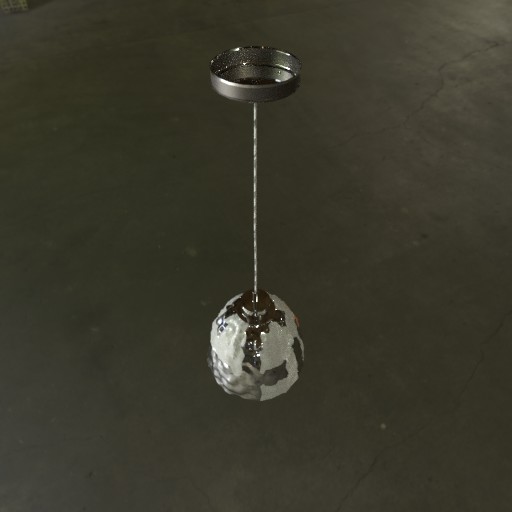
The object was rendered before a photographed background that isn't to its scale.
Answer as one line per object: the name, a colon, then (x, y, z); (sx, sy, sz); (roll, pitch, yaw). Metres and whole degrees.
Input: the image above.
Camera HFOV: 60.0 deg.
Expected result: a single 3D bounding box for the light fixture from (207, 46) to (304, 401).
light fixture: (0.000, 0.000, 1.755); (0.496, 1.511, 0.500); (-31, 54, -26)
